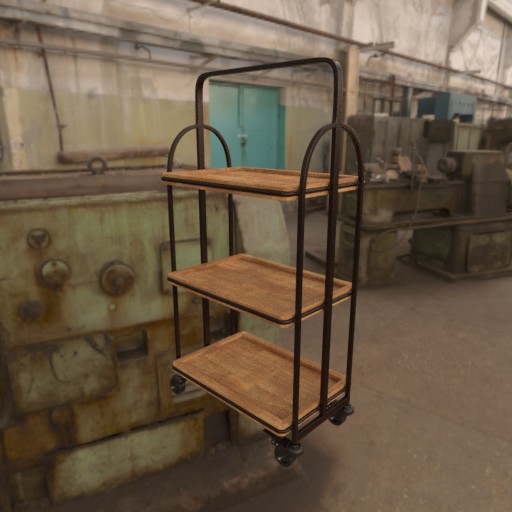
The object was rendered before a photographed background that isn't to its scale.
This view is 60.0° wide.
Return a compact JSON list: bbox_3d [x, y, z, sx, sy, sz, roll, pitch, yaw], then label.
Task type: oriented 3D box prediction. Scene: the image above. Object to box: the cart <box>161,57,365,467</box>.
[{"bbox_3d":[0.000,0.000,1.261,0.553,1.001,0.327,15,22,42],"label":"cart"}]
